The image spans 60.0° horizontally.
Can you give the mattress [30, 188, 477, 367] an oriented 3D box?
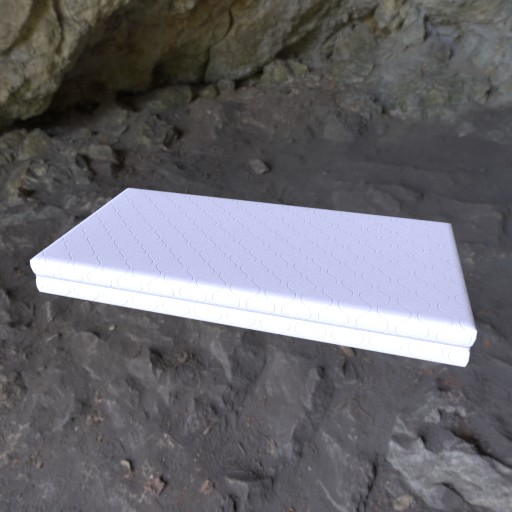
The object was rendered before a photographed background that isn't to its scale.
[{"bbox_3d":[0.000,0.000,2.217,1.900,0.200,0.900,8,32,13],"label":"mattress"}]
